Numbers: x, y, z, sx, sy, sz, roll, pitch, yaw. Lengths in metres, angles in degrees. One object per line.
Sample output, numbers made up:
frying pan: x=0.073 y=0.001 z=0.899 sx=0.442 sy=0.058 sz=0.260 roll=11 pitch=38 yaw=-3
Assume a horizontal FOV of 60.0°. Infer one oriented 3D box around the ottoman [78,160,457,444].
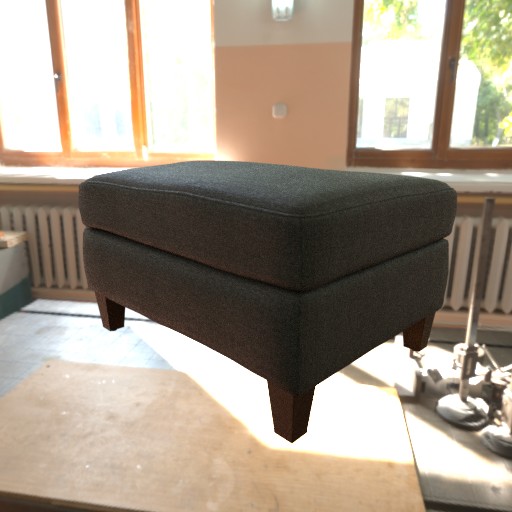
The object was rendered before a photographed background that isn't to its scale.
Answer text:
ottoman: x=0.000 y=0.000 z=1.203 sx=0.826 sy=0.496 sz=0.639 roll=15 pitch=21 yaw=43
